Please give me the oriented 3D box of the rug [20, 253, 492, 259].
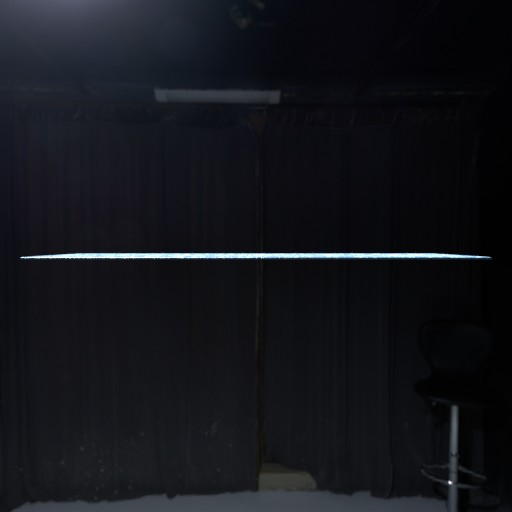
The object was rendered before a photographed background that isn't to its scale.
[{"bbox_3d":[0.000,0.000,2.389,2.196,0.011,0.662,0,2,0],"label":"rug"}]
